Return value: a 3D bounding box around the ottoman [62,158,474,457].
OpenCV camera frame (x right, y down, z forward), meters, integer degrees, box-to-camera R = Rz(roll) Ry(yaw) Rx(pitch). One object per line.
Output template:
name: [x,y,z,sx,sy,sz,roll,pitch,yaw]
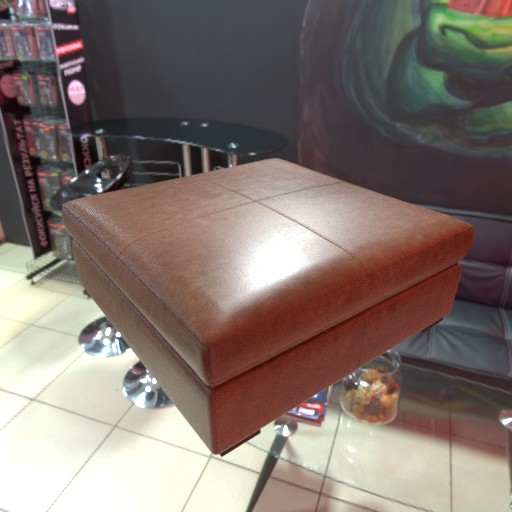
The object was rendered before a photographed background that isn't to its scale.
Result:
ottoman: [0.000,0.000,1.811,1.168,0.483,1.169,-19,33,-32]
